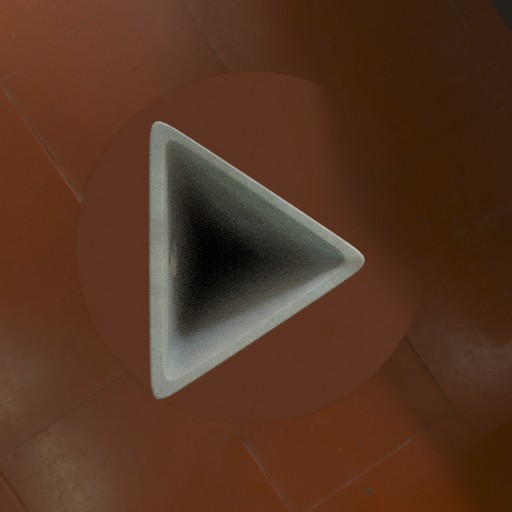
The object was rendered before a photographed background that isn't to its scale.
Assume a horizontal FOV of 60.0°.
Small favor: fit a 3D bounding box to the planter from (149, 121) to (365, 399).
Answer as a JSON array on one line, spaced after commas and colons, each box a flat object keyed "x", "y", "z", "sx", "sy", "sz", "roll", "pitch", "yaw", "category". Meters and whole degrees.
[{"x": 0.000, "y": 0.000, "z": 0.272, "sx": 0.081, "sy": 0.224, "sz": 0.101, "roll": 0, "pitch": 91, "yaw": 0, "category": "planter"}]
